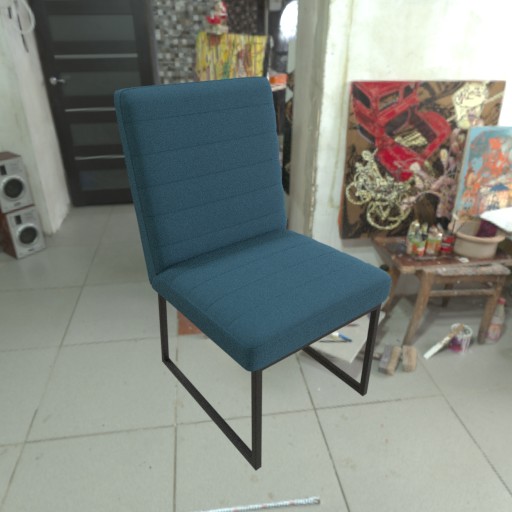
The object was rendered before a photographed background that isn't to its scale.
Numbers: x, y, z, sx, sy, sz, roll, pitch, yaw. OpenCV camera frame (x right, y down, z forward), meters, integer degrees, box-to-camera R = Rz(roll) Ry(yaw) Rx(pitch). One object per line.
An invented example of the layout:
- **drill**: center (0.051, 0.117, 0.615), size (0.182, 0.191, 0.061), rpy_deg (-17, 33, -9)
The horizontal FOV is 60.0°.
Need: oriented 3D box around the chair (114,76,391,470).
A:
- **chair**: center (0.000, 0.000, 1.324), size (0.520, 0.930, 0.634), rpy_deg (-20, 34, -33)
